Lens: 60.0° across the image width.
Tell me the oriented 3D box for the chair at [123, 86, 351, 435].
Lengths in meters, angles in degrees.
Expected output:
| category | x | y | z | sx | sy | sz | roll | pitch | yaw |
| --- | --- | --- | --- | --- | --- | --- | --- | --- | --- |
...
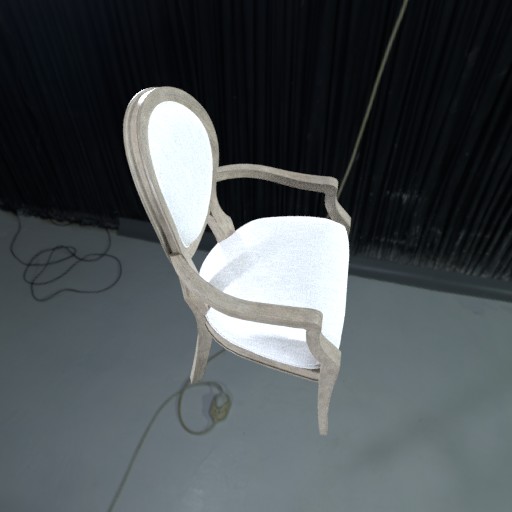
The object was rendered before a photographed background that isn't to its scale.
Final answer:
| category | x | y | z | sx | sy | sz | roll | pitch | yaw |
| --- | --- | --- | --- | --- | --- | --- | --- | --- | --- |
| chair | 0.000 | 0.000 | 1.372 | 0.602 | 0.991 | 0.611 | 8 | 47 | 8 |
